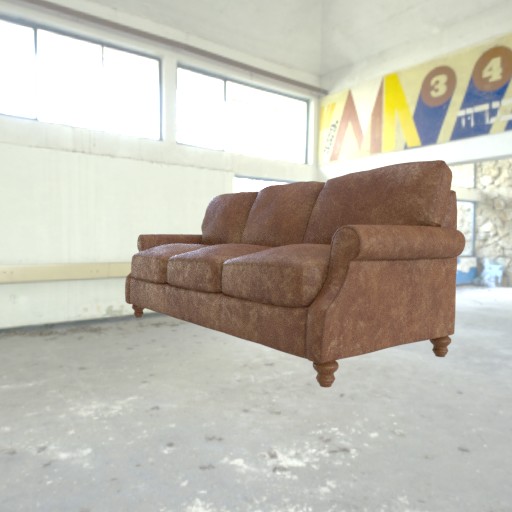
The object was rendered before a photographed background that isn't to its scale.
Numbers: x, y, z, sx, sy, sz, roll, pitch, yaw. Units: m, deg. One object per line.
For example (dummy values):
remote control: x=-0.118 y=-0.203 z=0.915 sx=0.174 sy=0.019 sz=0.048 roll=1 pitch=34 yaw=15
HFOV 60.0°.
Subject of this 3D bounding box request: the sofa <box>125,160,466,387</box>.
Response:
sofa: x=0.000 y=0.000 z=2.824 sx=0.973 sy=0.977 sz=2.351 roll=-1 pitch=2 yaw=-36
